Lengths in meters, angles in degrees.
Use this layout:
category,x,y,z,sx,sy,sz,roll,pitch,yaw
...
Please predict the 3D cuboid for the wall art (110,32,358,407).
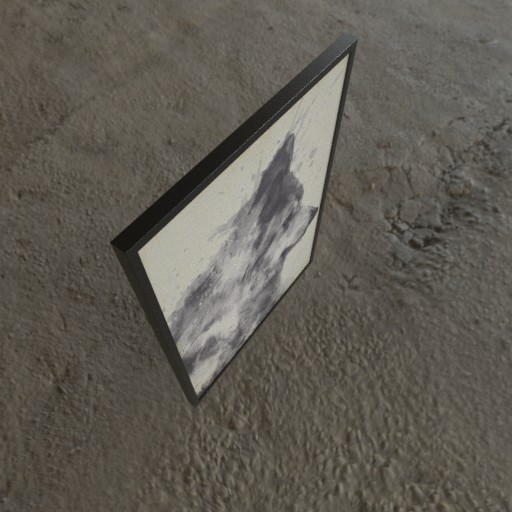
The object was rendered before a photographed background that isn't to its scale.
category,x,y,z,sx,sy,sz,roll,pitch,yaw
wall art,0.000,0.000,1.388,0.039,1.061,0.804,32,63,19
